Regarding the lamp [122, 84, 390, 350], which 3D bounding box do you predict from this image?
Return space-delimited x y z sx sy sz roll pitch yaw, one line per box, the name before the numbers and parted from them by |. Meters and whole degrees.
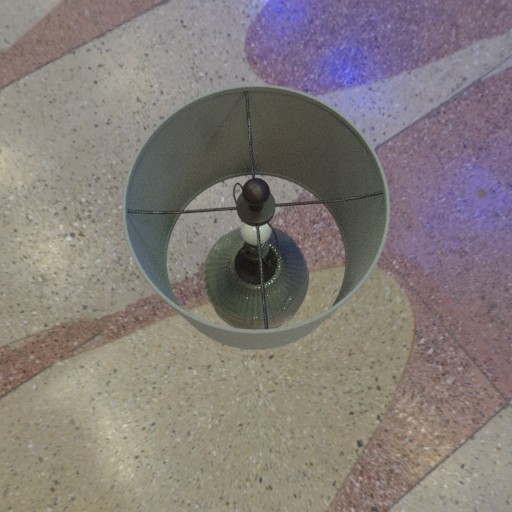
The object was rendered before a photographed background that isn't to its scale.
lamp | 0.000 0.000 0.764 0.318 0.567 0.318 0 74 0
